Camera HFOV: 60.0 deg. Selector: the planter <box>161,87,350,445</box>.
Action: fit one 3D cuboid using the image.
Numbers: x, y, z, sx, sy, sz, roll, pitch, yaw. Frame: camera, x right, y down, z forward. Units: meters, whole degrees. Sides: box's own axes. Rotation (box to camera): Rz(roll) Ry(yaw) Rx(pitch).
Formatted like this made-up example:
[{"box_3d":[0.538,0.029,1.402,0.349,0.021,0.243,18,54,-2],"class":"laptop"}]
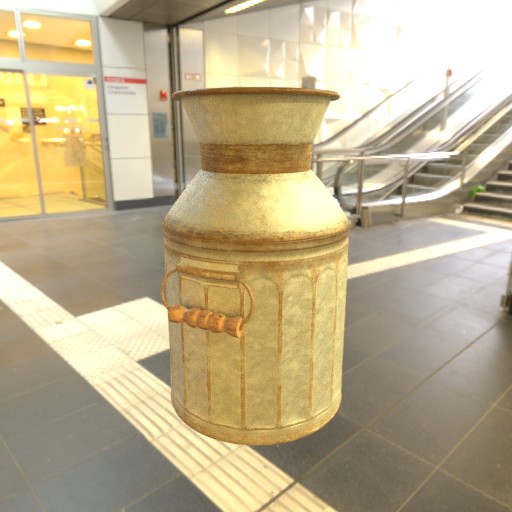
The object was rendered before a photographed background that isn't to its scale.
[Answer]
[{"box_3d":[0.000,0.000,0.520,0.215,0.358,0.248,8,18,26],"class":"planter"}]
